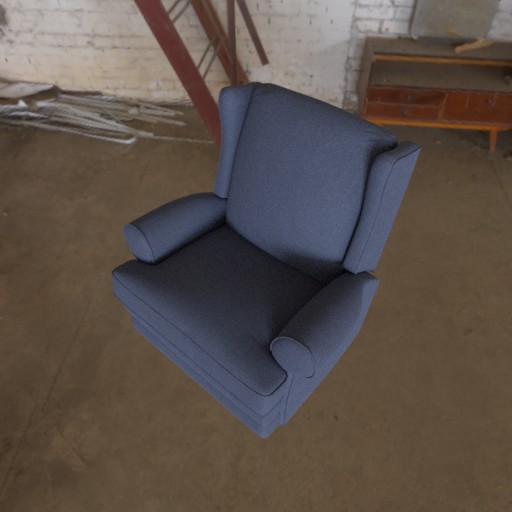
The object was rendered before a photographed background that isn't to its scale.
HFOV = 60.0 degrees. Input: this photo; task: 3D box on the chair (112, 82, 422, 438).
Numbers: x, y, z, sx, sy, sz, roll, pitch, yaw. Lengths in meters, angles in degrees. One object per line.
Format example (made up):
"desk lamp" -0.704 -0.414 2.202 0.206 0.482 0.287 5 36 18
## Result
"chair" 0.000 0.000 1.759 0.971 1.020 0.877 32 54 27
